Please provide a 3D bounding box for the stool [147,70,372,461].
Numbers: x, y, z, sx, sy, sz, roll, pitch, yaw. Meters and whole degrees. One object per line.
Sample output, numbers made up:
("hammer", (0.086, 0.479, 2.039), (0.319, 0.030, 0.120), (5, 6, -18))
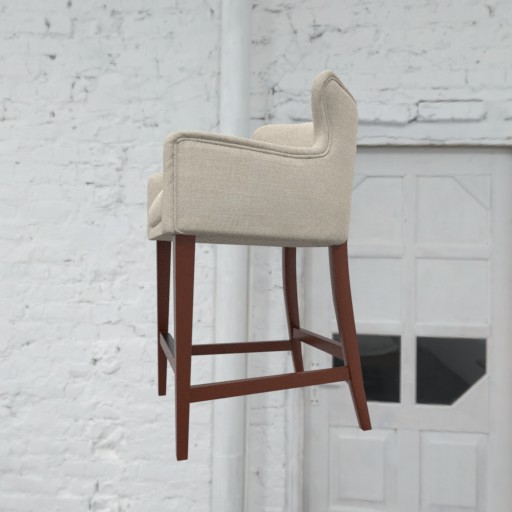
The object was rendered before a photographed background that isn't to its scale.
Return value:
("stool", (0.000, 0.000, 1.401), (0.637, 0.987, 0.615), (0, 0, -17))
